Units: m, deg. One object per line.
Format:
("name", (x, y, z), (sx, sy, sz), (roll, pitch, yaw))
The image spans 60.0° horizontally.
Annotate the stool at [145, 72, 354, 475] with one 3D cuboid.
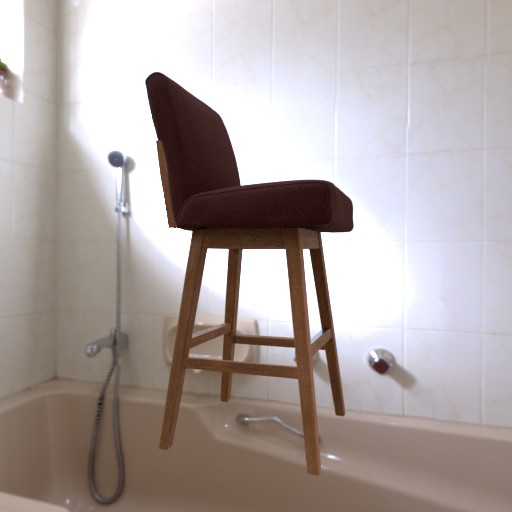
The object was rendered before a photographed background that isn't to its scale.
("stool", (0.000, 0.000, 1.399), (0.562, 1.093, 0.468), (0, 0, 20))
